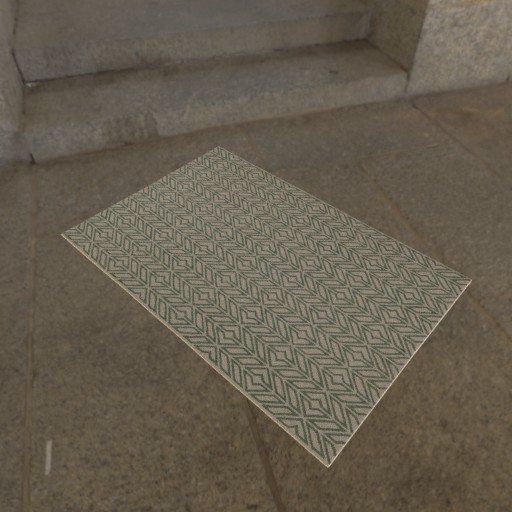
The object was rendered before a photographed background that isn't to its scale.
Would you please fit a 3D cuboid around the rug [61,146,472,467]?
[{"bbox_3d":[0.000,0.000,2.345,1.828,0.007,1.220,33,54,28],"label":"rug"}]
